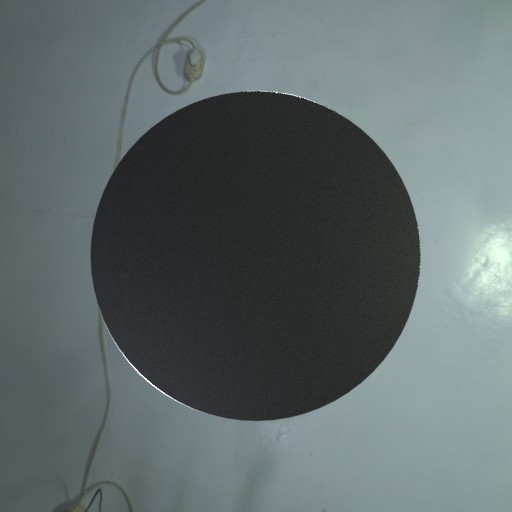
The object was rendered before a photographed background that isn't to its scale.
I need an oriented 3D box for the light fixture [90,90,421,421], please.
[{"bbox_3d":[0.000,0.000,0.540,0.368,0.100,0.368,0,90,-2],"label":"light fixture"}]
